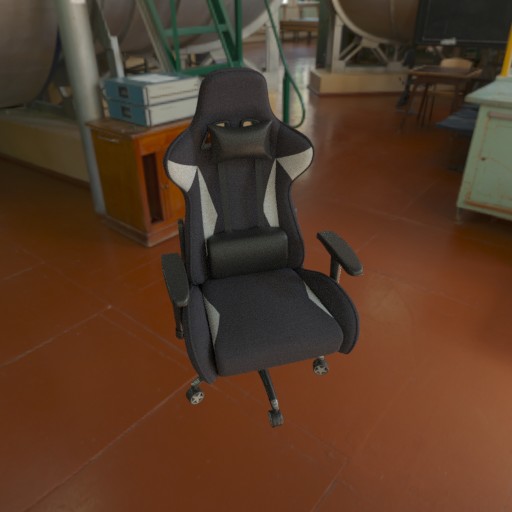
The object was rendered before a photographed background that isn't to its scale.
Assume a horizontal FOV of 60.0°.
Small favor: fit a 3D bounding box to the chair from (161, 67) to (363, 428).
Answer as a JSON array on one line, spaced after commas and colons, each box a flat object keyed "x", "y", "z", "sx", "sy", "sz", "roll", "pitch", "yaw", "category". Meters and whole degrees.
[{"x": 0.000, "y": 0.000, "z": 1.740, "sx": 0.730, "sy": 1.300, "sz": 0.695, "roll": -9, "pitch": 32, "yaw": -14, "category": "chair"}]
